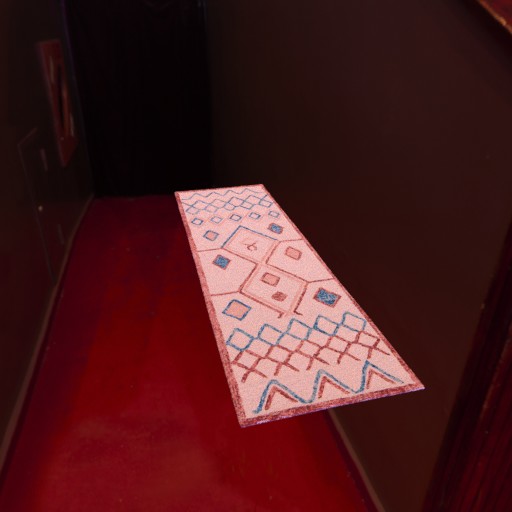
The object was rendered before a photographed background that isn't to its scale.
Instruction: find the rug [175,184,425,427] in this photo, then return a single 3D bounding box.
[{"bbox_3d":[0.000,0.000,2.704,0.750,0.011,2.435,-7,30,-13],"label":"rug"}]
